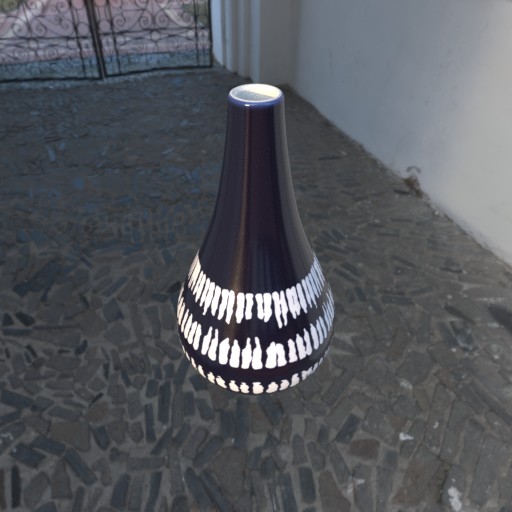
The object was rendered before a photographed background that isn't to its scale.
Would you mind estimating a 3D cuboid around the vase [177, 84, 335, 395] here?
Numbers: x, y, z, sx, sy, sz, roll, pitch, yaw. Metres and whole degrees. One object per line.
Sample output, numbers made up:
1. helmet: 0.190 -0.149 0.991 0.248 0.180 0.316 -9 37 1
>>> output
1. vase: 0.000 0.000 0.402 0.159 0.295 0.159 0 39 0
